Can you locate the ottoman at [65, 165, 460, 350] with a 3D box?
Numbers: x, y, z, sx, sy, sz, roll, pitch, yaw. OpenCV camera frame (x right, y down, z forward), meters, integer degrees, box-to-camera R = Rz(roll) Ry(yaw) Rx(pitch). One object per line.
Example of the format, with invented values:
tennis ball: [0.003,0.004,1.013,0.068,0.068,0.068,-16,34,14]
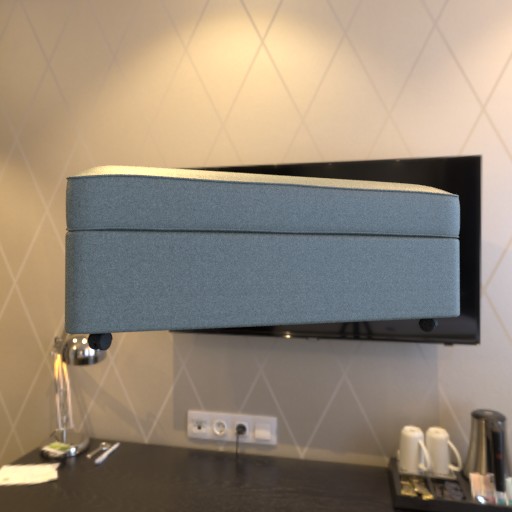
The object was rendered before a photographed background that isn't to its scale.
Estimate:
ottoman: [0.000,0.000,1.541,1.173,0.494,0.681,0,-1,-18]
